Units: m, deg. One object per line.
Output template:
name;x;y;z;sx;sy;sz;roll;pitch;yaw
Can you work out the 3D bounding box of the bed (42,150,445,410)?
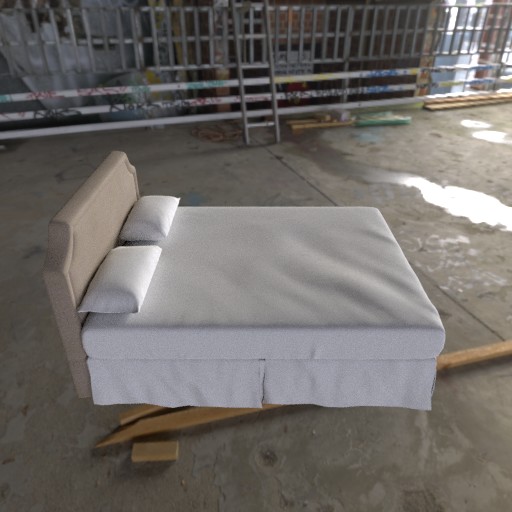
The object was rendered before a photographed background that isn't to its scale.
bed;0.000;0.000;3.540;2.498;1.293;1.977;0;31;0
